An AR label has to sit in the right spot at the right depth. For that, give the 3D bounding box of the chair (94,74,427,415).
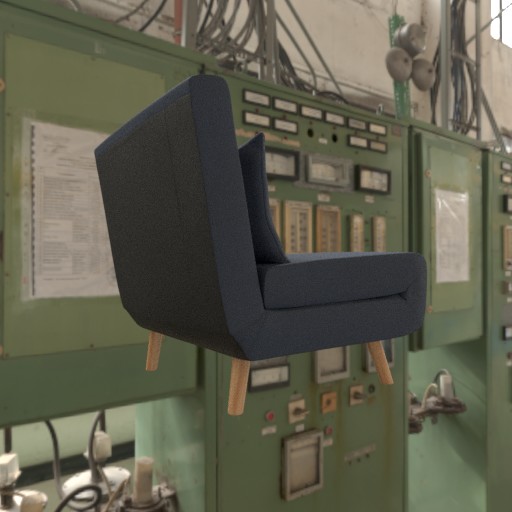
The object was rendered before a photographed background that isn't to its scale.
[{"bbox_3d":[0.000,0.000,1.507,0.900,0.808,0.770,1,-1,-35],"label":"chair"}]
